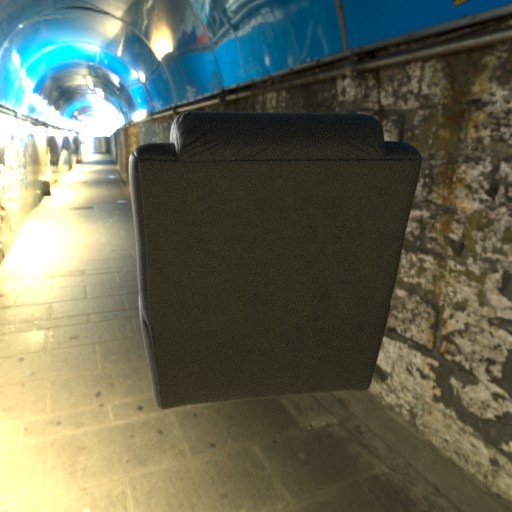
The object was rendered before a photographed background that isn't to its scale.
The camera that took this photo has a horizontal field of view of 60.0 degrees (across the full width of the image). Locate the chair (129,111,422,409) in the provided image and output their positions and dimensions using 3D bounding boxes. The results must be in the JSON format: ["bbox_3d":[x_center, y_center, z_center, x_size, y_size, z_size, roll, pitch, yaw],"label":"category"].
[{"bbox_3d":[0.000,0.000,1.890,0.965,1.116,1.068,-2,14,-9],"label":"chair"}]
